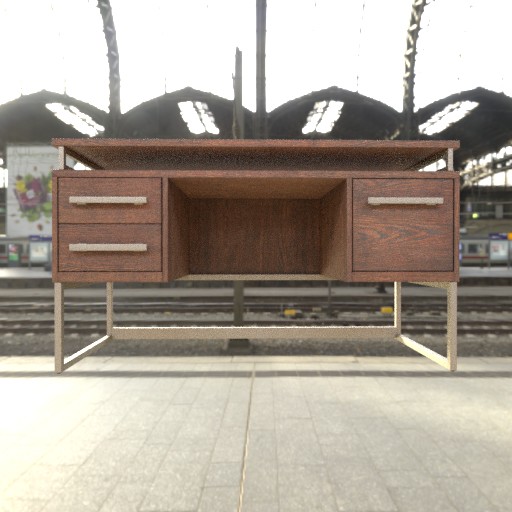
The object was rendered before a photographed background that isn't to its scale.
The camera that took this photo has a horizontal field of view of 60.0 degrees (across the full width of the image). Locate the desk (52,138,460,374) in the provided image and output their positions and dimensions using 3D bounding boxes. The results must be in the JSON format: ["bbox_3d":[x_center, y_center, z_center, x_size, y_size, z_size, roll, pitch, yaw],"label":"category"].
[{"bbox_3d":[0.000,0.000,1.782,1.384,0.792,0.610,0,0,-1],"label":"desk"}]
